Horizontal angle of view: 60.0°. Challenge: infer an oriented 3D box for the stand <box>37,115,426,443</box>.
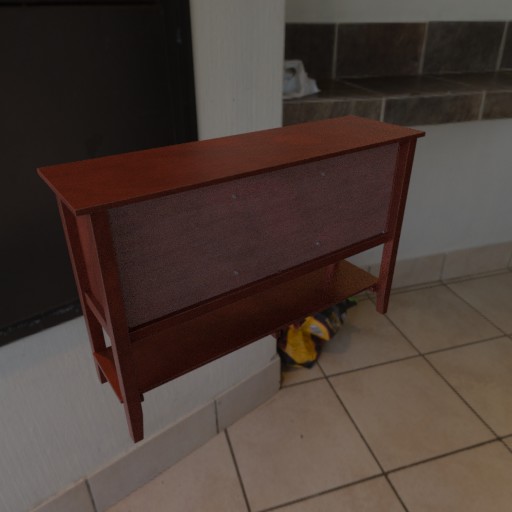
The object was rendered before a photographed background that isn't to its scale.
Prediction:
[{"bbox_3d":[0.000,0.000,1.766,1.362,0.872,0.410,-19,34,-31],"label":"stand"}]
